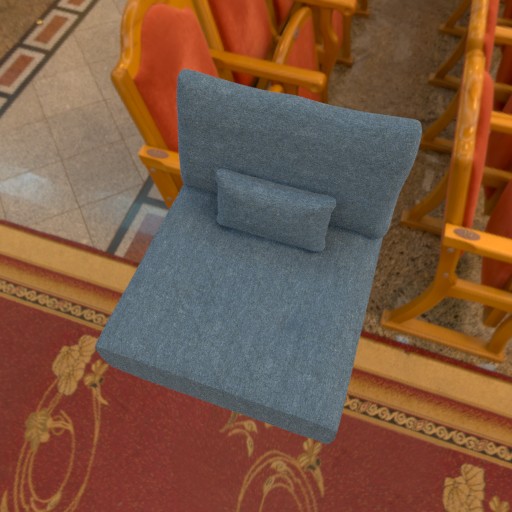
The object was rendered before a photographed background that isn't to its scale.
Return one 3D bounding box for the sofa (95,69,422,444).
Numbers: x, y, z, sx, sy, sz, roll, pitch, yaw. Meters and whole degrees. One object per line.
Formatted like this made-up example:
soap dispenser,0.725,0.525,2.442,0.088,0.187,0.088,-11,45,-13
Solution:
sofa,0.000,0.000,1.695,0.930,0.820,1.000,16,60,10
